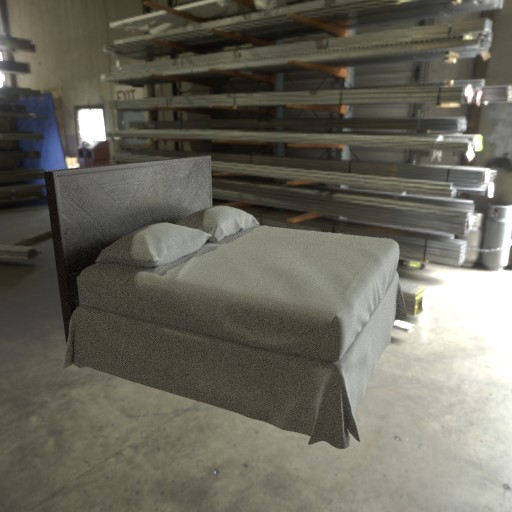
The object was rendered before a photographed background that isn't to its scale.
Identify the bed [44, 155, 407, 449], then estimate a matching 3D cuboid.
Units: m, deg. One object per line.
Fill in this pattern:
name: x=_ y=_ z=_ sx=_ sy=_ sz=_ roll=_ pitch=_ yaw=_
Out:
bed: x=0.000 y=0.000 z=2.860 sx=1.785 sy=1.142 sz=1.772 roll=8 pitch=18 yaw=25
